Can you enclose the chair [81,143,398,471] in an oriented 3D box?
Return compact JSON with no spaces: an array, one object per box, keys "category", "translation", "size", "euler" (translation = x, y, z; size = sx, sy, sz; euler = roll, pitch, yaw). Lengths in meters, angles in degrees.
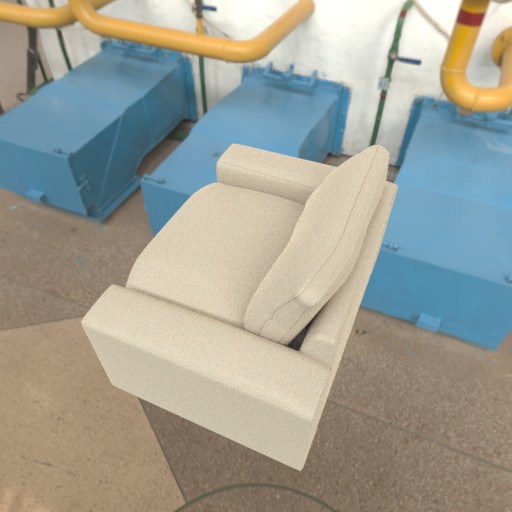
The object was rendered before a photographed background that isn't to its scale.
[{"category":"chair","translation":[0.000,0.000,2.130],"size":[1.039,0.915,1.398],"euler":[18,50,16]}]
